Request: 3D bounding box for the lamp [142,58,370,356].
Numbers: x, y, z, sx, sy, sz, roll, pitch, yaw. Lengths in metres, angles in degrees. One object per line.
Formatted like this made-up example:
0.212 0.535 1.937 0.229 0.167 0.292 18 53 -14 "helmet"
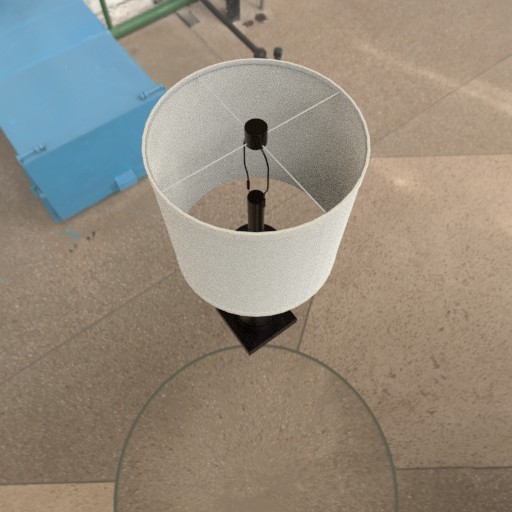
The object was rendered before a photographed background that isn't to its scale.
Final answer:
0.000 0.000 0.624 0.211 0.509 0.211 -33 68 -16 "lamp"
